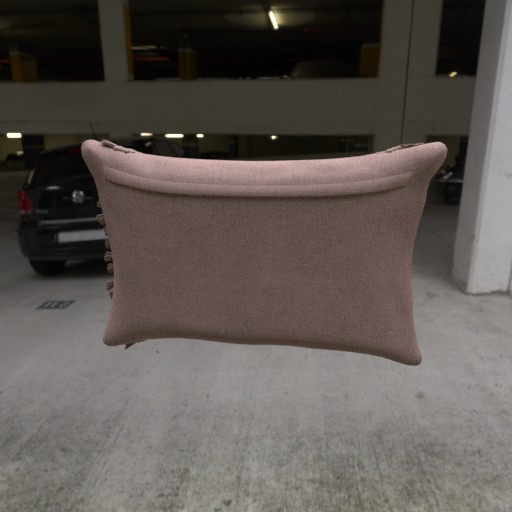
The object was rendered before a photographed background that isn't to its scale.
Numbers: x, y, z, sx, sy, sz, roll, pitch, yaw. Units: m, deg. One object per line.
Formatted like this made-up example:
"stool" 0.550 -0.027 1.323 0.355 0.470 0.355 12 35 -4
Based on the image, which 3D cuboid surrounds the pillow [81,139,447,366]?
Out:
"pillow" 0.000 0.000 0.600 0.466 0.305 0.084 2 16 6
